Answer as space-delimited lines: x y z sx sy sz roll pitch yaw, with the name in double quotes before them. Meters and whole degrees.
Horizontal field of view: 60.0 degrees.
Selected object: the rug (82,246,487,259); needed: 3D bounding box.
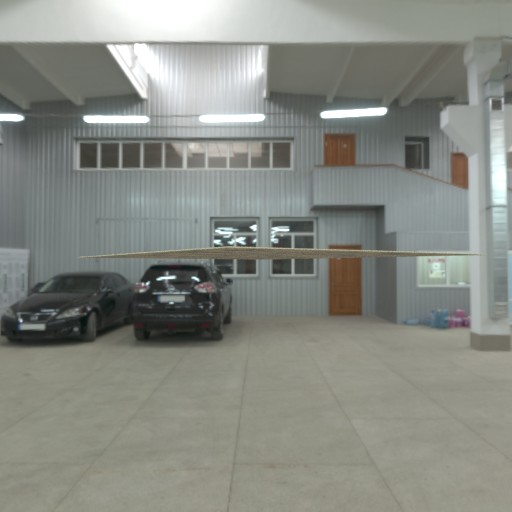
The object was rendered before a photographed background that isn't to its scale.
"rug" 0.000 0.000 4.010 2.380 0.008 2.977 1 -2 -35
